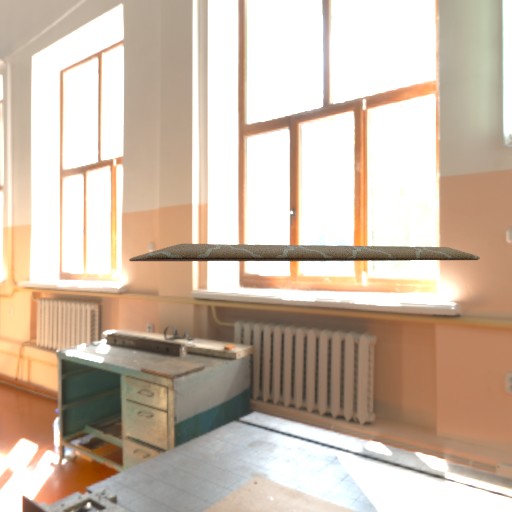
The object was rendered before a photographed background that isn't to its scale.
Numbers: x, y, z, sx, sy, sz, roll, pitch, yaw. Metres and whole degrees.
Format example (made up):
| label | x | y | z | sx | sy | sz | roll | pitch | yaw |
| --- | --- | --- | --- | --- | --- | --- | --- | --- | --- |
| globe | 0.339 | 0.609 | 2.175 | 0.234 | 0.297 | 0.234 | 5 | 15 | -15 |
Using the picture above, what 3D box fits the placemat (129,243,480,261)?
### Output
| label | x | y | z | sx | sy | sz | roll | pitch | yaw |
| --- | --- | --- | --- | --- | --- | --- | --- | --- | --- |
| placemat | 0.000 | 0.000 | 0.959 | 0.508 | 0.021 | 0.762 | 0 | -1 | -18 |
